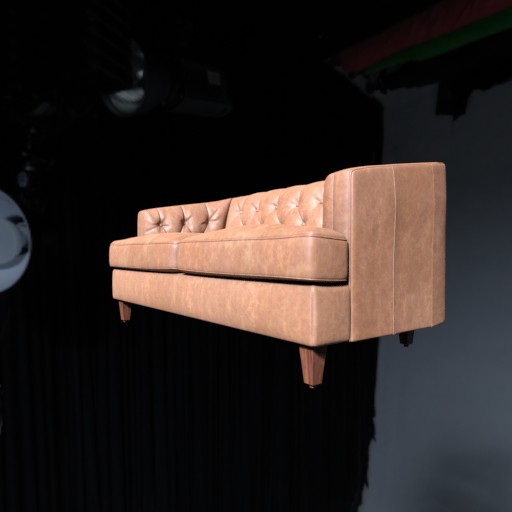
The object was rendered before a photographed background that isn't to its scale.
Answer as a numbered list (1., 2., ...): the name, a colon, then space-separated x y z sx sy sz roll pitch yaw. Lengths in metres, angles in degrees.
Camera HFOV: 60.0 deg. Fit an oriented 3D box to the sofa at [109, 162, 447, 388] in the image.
1. sofa: 0.000 0.000 2.213 0.914 0.786 1.755 0 0 -36
